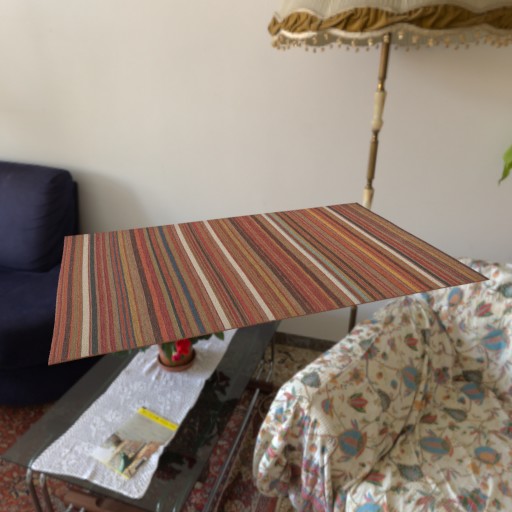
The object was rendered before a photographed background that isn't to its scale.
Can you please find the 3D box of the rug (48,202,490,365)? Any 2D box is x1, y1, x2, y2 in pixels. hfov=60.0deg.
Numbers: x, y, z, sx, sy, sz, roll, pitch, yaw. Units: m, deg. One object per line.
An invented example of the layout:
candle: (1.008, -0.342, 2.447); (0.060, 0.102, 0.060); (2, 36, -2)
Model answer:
rug: (0.000, 0.000, 2.945); (2.438, 0.008, 1.523); (-8, 27, -17)
